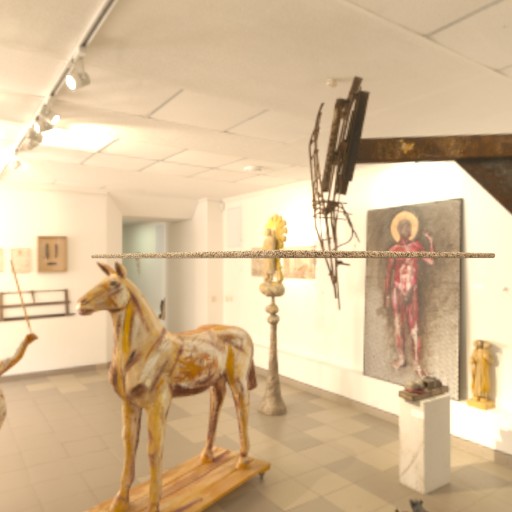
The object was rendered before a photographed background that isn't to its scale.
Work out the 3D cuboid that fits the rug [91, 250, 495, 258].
[{"bbox_3d":[0.000,0.000,2.995,1.524,0.030,2.438,0,0,-35],"label":"rug"}]
